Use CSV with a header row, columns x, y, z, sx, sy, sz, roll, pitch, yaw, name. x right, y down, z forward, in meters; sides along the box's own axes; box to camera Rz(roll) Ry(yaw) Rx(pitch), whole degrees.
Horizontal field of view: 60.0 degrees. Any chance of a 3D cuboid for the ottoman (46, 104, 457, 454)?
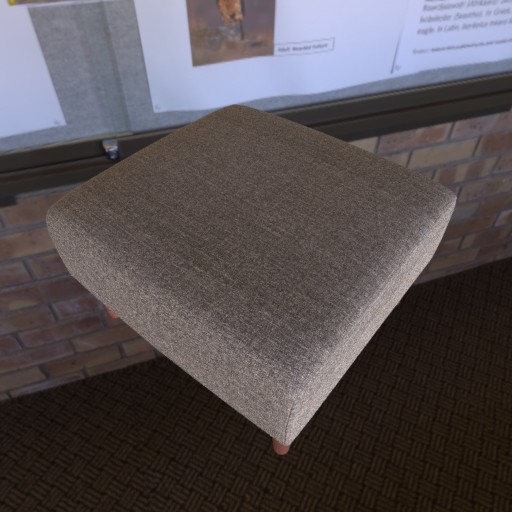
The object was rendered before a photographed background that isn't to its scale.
x,y,z,sx,sy,sz,roll,pitch,yaw,name
0.000,0.000,1.053,0.655,0.399,0.648,30,53,26,ottoman
